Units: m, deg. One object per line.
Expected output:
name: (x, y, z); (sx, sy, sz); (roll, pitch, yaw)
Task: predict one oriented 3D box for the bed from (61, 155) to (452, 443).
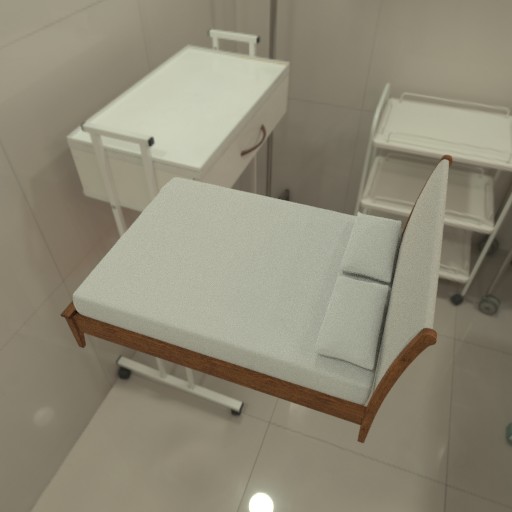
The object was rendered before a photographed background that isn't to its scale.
bed: (0.000, 0.000, 2.934); (2.108, 1.135, 1.502); (14, 46, 14)
